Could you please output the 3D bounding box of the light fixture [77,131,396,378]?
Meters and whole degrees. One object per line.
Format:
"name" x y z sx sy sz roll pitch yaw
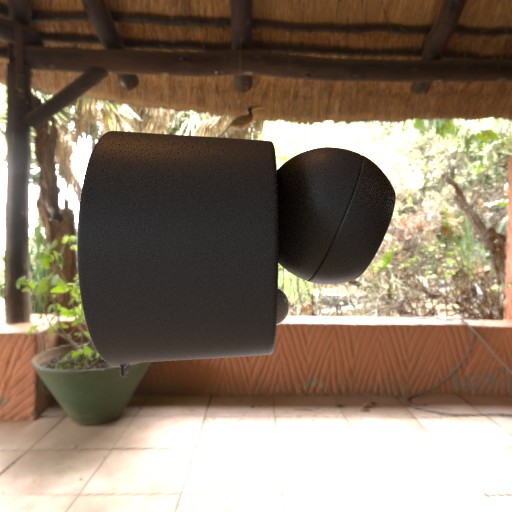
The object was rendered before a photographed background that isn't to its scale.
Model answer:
"light fixture" 0.000 0.000 0.263 0.160 0.143 0.134 0 -1 -1
